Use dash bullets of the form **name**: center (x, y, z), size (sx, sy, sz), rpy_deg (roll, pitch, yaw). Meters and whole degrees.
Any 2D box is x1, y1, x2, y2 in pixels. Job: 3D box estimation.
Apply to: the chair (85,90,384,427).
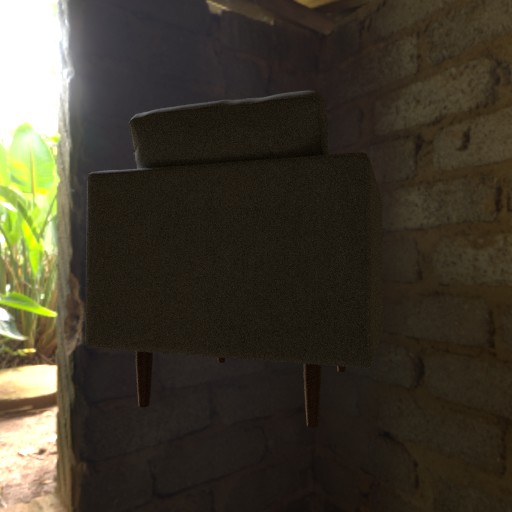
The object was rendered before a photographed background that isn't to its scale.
- **chair**: center (0.000, 0.000, 1.584), size (0.855, 0.927, 0.800), rpy_deg (0, -1, 18)
